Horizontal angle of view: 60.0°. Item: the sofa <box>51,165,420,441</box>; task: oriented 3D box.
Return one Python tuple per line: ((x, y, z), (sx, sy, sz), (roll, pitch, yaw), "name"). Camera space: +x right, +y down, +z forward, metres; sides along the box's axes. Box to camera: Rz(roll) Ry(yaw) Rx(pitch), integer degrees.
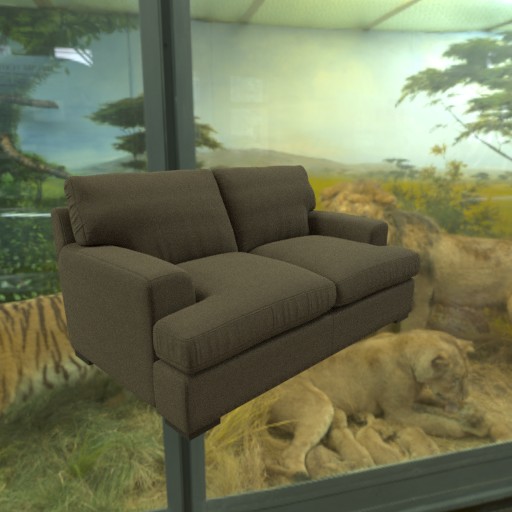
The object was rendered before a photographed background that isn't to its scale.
((0.000, 0.000, 2.512), (1.140, 0.950, 1.869), (14, 19, 43), "sofa")
